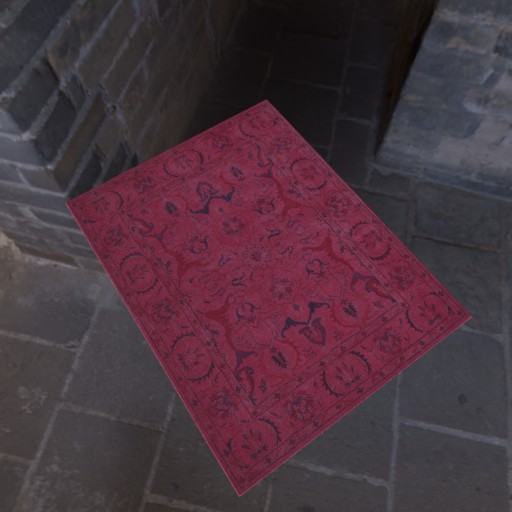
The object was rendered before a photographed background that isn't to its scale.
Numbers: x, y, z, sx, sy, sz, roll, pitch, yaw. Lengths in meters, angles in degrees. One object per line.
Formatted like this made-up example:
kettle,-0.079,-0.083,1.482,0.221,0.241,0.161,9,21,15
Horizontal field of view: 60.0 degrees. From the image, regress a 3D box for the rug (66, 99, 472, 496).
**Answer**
rug,0.000,0.000,3.888,2.300,0.012,2.929,-32,68,-15
